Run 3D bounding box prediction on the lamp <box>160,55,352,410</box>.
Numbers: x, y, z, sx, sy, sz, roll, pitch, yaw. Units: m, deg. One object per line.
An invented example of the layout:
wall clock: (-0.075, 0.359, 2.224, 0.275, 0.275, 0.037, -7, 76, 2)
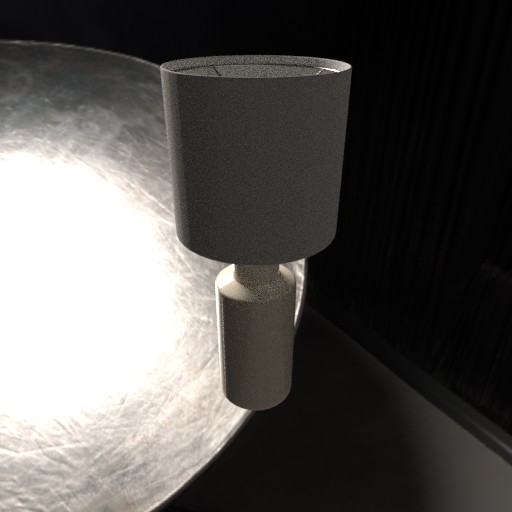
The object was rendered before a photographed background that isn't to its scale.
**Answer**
lamp: (0.000, 0.000, 0.618, 0.212, 0.493, 0.212, -18, 34, -29)
